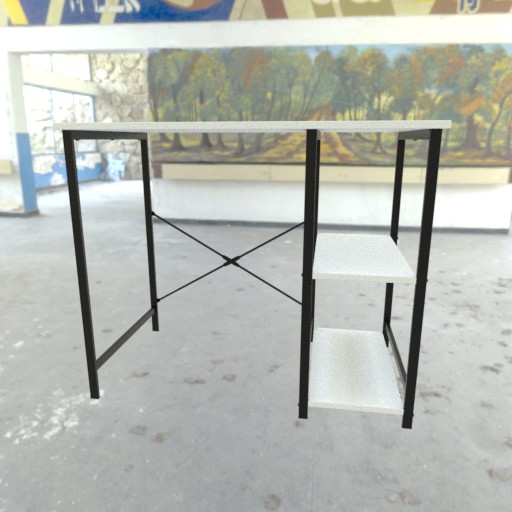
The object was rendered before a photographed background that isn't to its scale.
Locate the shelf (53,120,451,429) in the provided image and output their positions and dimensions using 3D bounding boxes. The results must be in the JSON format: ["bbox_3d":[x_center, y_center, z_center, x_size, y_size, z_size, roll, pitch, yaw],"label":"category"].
[{"bbox_3d":[0.000,0.000,1.322,0.902,0.750,0.498,2,15,9],"label":"shelf"}]
